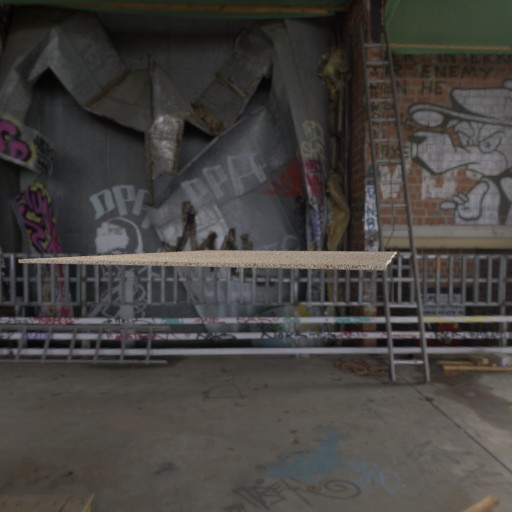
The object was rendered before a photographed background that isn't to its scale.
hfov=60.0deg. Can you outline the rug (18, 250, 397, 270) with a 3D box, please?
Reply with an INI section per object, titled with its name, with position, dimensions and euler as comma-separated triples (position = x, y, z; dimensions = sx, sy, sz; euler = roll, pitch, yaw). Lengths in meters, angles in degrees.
[rug]
position = 0.000, 0.000, 4.048
dimensions = 2.400, 0.025, 3.000
euler = 1, 2, 19
